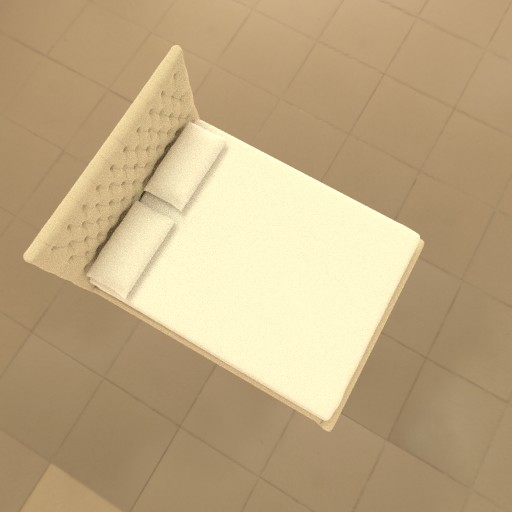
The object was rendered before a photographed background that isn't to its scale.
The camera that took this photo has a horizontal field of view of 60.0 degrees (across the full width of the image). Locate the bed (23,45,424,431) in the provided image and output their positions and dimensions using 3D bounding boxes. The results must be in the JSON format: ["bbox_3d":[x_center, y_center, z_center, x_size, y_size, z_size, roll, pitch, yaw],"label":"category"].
[{"bbox_3d":[0.000,0.000,3.307,2.233,1.426,1.696,29,78,7],"label":"bed"}]
